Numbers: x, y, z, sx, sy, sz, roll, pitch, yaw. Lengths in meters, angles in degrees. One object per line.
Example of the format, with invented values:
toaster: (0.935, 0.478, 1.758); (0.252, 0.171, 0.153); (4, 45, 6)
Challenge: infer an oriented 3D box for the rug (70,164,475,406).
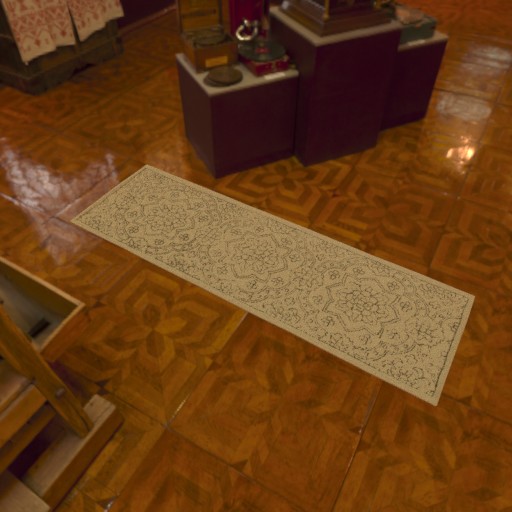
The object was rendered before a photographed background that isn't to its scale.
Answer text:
rug: (0.000, 0.000, 2.726); (2.448, 0.012, 0.769); (24, 51, 21)
